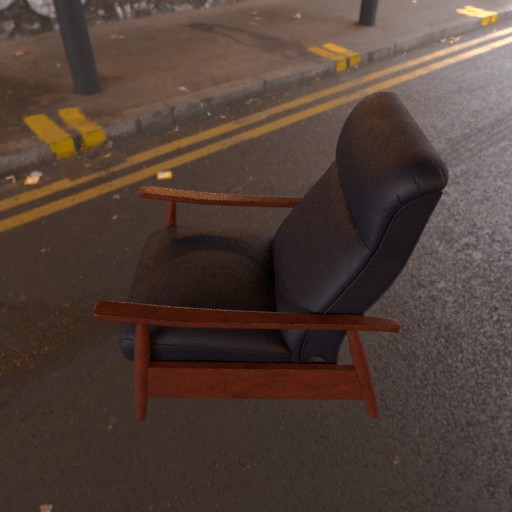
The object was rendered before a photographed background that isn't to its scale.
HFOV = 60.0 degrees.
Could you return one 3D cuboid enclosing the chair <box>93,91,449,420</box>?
[{"bbox_3d":[0.000,0.000,1.703,1.014,1.082,0.762,0,40,0],"label":"chair"}]
